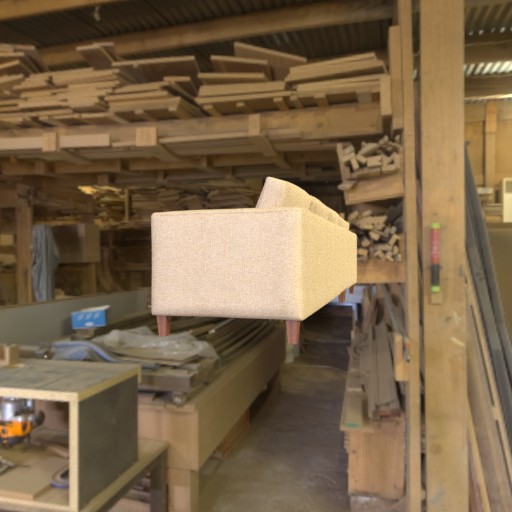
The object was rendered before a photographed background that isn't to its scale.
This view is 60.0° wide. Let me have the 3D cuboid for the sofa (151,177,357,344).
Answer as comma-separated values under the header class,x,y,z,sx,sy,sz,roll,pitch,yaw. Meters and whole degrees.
class,x,y,z,sx,sy,sz,roll,pitch,yaw
sofa,0.000,0.000,3.903,1.502,0.876,3.201,0,0,18
